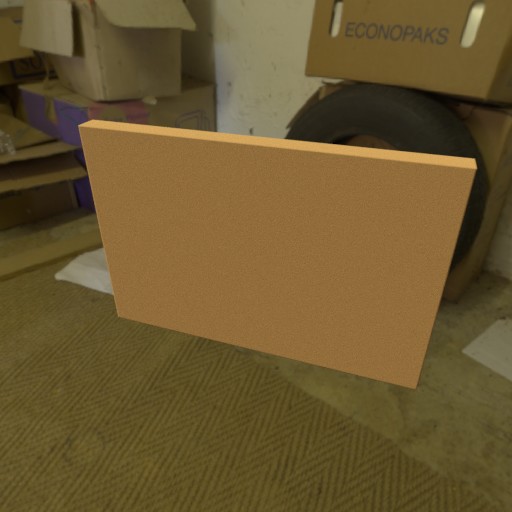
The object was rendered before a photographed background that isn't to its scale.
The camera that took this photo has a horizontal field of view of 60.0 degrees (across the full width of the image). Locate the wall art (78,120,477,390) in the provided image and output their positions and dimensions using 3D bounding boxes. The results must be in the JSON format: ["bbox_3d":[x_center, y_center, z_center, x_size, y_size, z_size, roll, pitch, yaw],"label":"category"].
[{"bbox_3d":[0.000,0.000,0.772,0.609,0.407,0.039,10,33,16],"label":"wall art"}]
